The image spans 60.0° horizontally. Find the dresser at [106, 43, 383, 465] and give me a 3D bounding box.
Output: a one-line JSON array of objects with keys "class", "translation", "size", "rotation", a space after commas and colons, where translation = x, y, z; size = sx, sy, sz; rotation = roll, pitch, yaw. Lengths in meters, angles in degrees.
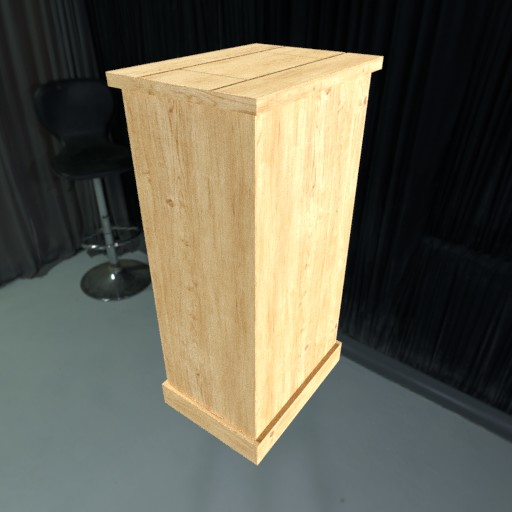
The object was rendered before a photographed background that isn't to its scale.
[{"class": "dresser", "translation": [0.000, 0.000, 1.290], "size": [0.390, 1.041, 0.531], "rotation": [22, 39, 30]}]
